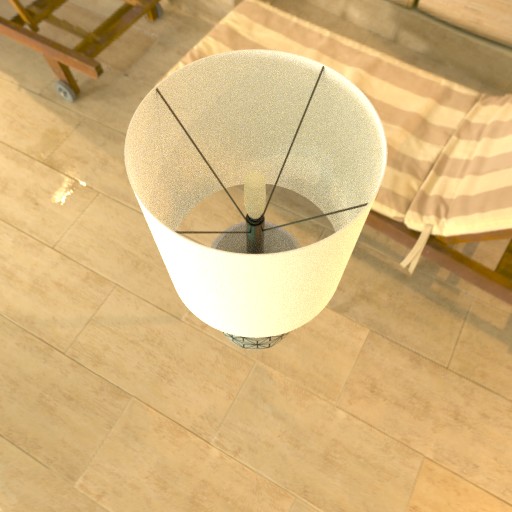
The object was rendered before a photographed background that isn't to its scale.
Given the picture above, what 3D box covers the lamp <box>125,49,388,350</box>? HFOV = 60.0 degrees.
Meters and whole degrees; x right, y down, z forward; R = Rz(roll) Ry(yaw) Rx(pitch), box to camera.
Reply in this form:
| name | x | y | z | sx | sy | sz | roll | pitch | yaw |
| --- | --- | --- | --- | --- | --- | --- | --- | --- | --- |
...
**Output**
| name | x | y | z | sx | sy | sz | roll | pitch | yaw |
| --- | --- | --- | --- | --- | --- | --- | --- | --- | --- |
| lamp | 0.000 | 0.000 | 0.536 | 0.206 | 0.416 | 0.206 | 32 | 68 | 15 |
